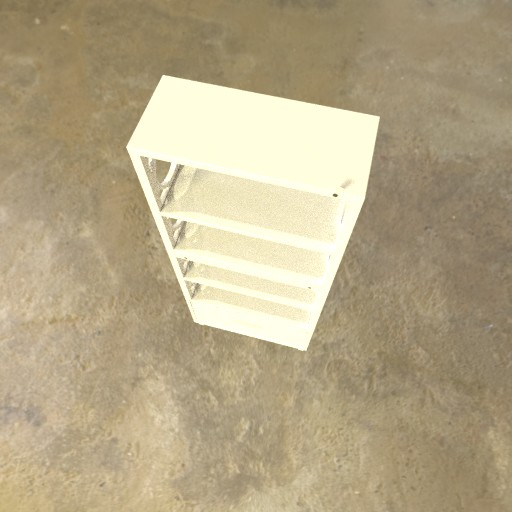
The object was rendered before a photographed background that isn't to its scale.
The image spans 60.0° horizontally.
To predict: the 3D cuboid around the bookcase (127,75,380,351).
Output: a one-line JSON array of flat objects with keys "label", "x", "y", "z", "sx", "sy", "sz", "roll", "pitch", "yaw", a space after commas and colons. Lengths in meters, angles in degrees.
[{"label": "bookcase", "x": 0.000, "y": 0.000, "z": 2.228, "sx": 0.761, "sy": 1.869, "sz": 0.361, "roll": 13, "pitch": 64, "yaw": 7}]
